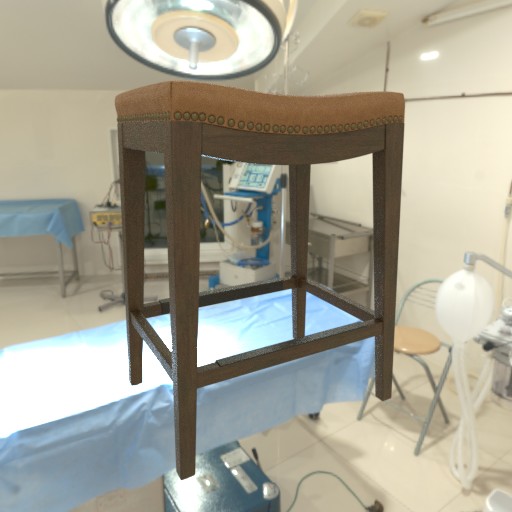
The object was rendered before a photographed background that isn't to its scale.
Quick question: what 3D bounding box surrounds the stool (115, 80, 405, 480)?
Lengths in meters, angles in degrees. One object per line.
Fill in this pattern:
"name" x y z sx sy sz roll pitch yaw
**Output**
"stool" 0.000 0.000 0.945 0.500 0.660 0.361 -9 18 -28
